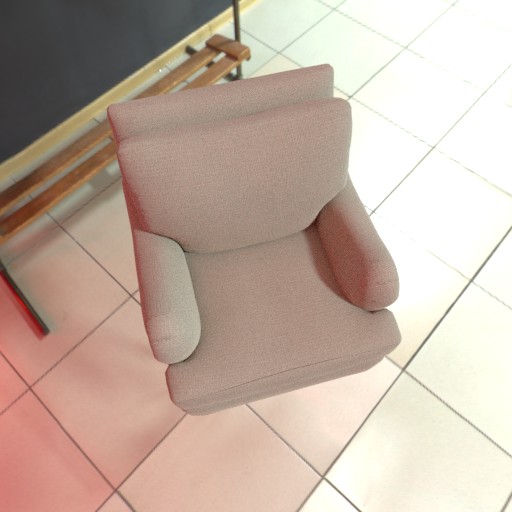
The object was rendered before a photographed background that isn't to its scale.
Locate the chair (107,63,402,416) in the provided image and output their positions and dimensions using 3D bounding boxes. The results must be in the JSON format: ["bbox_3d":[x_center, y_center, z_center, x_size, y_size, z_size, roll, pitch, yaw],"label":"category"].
[{"bbox_3d":[0.000,0.000,1.873,0.955,1.038,1.070,-13,64,-7],"label":"chair"}]
